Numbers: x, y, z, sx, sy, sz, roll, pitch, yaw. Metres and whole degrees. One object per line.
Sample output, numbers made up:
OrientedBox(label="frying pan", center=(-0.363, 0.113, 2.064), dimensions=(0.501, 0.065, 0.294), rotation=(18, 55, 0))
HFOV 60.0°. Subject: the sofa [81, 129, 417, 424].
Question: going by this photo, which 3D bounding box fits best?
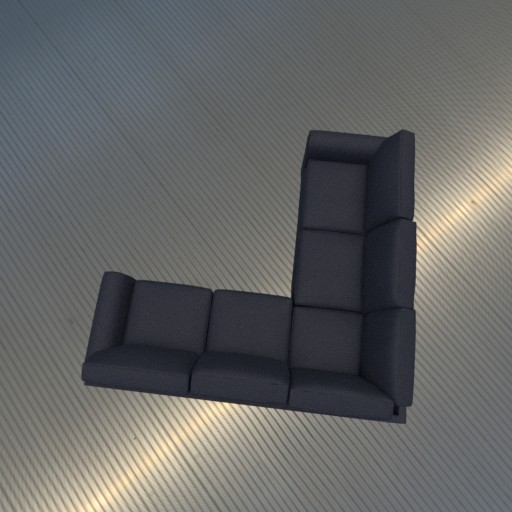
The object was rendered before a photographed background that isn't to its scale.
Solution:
OrientedBox(label="sofa", center=(0.000, 0.000, 3.939), dimensions=(2.562, 1.042, 2.487), rotation=(6, 75, 2))
